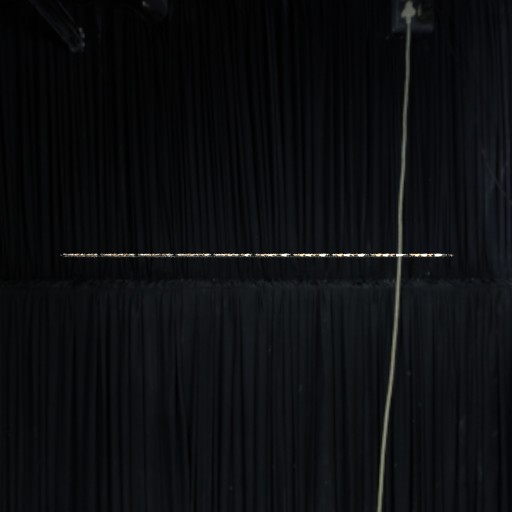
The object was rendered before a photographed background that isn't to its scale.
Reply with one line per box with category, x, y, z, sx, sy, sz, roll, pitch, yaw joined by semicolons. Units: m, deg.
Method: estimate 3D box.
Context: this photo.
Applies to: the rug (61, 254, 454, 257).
rug;0.000;0.000;2.276;1.278;0.009;1.726;0;0;0
